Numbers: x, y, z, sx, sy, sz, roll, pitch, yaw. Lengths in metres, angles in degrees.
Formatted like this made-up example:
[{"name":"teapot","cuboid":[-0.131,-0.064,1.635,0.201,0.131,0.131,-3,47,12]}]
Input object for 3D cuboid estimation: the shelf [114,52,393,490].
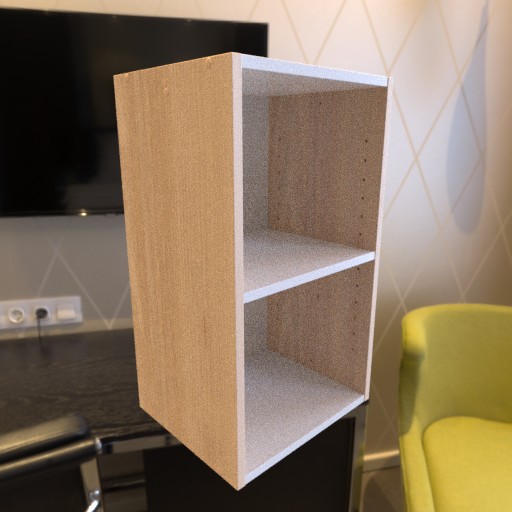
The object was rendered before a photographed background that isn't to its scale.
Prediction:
[{"name":"shelf","cuboid":[0.000,0.000,0.795,0.350,0.600,0.290,-14,21,-41]}]
